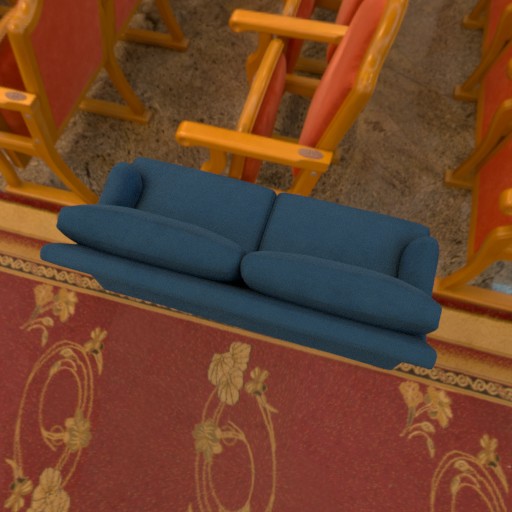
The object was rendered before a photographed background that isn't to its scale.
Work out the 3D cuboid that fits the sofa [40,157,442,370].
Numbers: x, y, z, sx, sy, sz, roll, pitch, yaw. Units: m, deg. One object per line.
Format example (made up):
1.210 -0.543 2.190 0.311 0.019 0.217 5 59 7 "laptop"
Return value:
0.000 0.000 2.806 2.141 1.101 1.084 15 65 7 "sofa"
